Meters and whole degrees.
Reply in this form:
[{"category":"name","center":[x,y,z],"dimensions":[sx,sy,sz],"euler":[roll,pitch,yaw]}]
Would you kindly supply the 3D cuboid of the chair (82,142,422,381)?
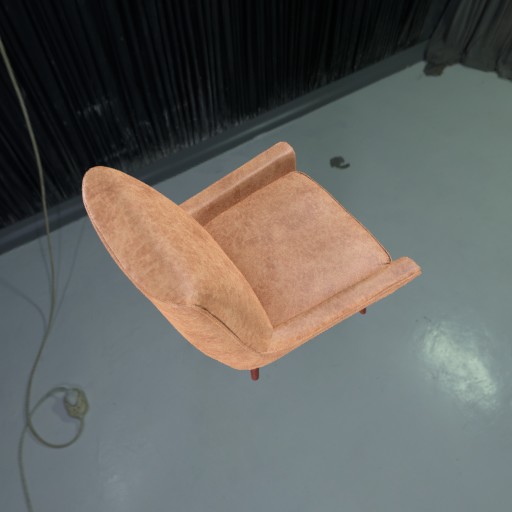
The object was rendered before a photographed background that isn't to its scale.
[{"category":"chair","center":[0.000,0.000,1.506],"dimensions":[0.851,0.883,0.753],"euler":[-31,62,-18]}]
